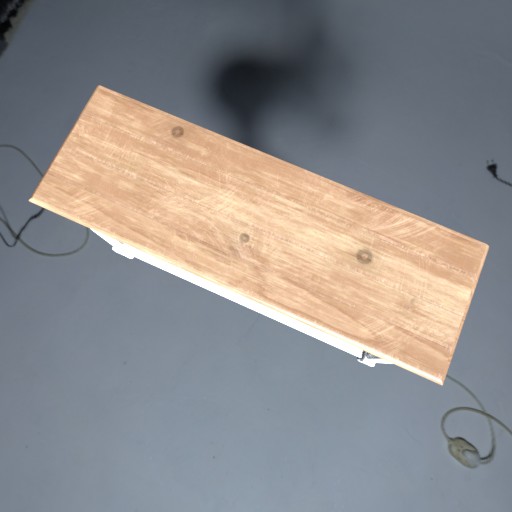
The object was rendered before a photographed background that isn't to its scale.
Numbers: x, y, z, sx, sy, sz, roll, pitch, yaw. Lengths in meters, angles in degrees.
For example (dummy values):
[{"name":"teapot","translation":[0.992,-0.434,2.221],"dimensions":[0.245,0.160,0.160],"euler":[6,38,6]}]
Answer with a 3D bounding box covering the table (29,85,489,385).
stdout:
[{"name":"table","translation":[0.000,0.000,1.604],"dimensions":[1.219,0.800,0.399],"euler":[24,78,5]}]
